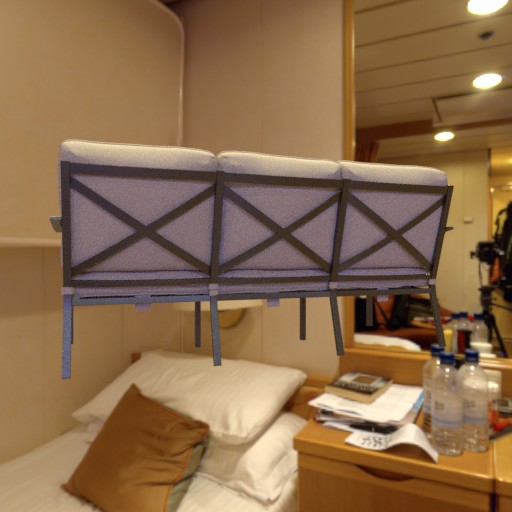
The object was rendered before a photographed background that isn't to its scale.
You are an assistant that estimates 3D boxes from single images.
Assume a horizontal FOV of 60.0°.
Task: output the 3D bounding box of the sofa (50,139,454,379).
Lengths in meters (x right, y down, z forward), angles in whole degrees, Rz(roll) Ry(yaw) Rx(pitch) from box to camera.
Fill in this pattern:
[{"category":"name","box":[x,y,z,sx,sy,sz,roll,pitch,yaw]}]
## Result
[{"category":"sofa","box":[0.000,0.000,2.131,1.740,0.860,0.787,0,0,-19]}]
